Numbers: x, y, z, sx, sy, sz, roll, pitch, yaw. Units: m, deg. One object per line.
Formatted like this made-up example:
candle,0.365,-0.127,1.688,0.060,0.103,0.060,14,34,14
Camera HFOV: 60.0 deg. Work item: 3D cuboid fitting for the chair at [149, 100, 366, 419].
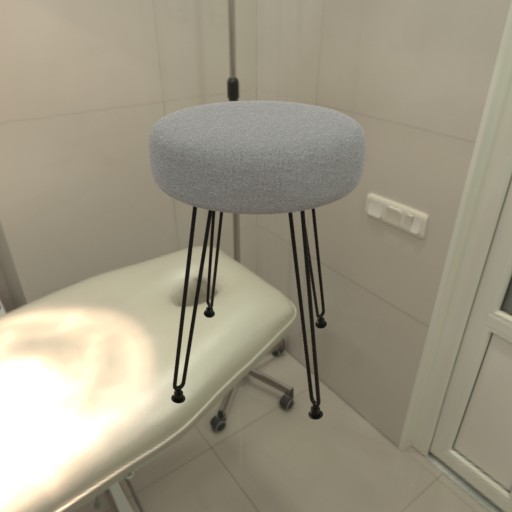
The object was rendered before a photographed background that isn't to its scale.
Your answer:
chair,0.000,0.000,0.715,0.350,0.440,0.350,-21,36,-31
